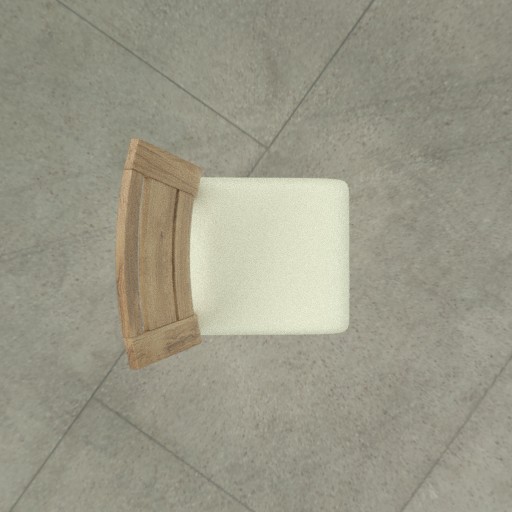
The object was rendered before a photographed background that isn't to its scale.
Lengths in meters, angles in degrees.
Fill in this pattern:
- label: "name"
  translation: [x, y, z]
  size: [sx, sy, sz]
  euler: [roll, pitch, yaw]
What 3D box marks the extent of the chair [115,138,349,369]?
- label: "chair"
  translation: [0.000, 0.000, 1.254]
  size: [0.561, 0.955, 0.457]
  euler: [0, 89, 0]
